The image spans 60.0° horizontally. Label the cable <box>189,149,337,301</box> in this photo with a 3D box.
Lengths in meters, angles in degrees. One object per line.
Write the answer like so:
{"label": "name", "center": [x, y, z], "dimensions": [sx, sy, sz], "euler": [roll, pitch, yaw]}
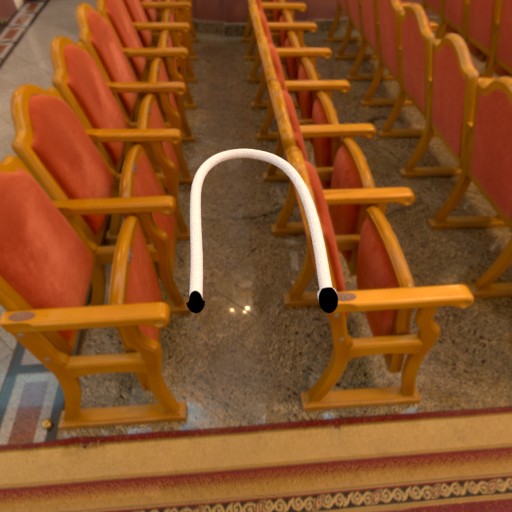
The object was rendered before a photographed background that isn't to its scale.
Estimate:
{"label": "cable", "center": [0.000, 0.000, 0.110], "dimensions": [0.040, 0.006, 0.098], "euler": [-3, 45, -3]}
